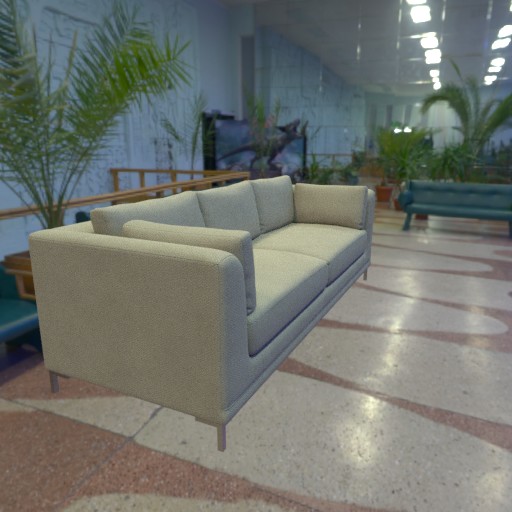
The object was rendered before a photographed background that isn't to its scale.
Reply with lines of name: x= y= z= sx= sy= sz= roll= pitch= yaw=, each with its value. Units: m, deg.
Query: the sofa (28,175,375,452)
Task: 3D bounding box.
sofa: x=0.000 y=0.000 z=2.786 sx=0.969 sy=0.867 sz=2.415 roll=7 pitch=16 yaw=25
